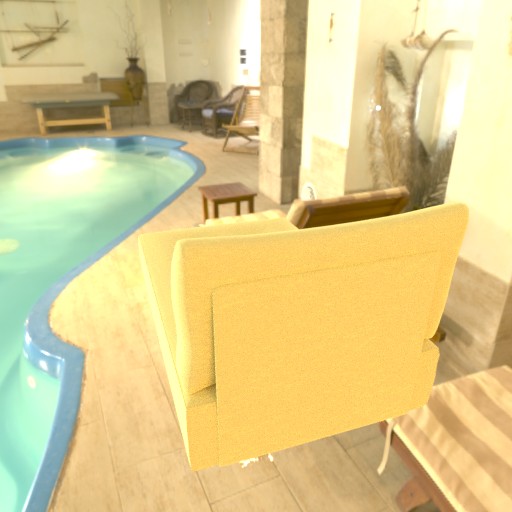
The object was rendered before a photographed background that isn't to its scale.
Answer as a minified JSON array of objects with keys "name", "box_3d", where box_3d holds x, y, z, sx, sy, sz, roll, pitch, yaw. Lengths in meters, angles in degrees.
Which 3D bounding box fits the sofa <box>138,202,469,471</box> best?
[{"name":"sofa","box_3d":[0.000,0.000,1.988,0.930,0.820,1.450,-8,26,-17]}]
